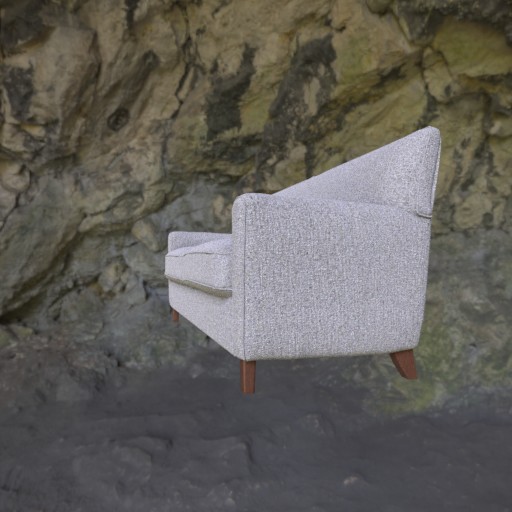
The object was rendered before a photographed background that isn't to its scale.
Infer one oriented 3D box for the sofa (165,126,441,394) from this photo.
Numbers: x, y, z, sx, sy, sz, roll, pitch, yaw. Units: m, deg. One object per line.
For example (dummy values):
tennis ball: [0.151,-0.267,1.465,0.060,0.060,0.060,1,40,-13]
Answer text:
sofa: [0.000,0.000,2.460,0.854,0.942,2.026,0,-1,-18]
